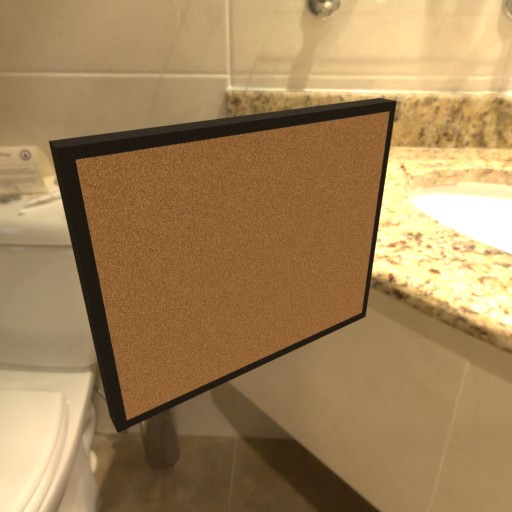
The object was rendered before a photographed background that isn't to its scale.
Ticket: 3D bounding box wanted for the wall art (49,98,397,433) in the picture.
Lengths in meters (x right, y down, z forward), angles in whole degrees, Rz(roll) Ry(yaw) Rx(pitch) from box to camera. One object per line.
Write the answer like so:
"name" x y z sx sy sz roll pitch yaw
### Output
"wall art" 0.000 0.000 0.533 0.397 0.325 0.028 -18 33 -29
